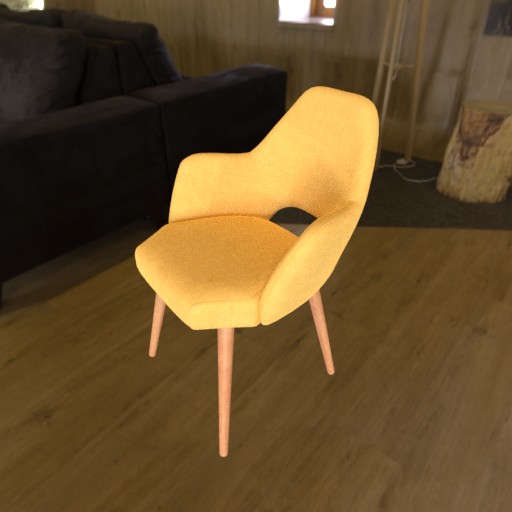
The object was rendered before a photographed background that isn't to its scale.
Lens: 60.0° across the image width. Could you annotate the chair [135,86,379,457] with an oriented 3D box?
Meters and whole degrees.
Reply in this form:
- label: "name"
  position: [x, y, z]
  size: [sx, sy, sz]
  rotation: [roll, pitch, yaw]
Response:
- label: "chair"
  position: [0.000, 0.000, 1.270]
  size: [0.610, 0.840, 0.590]
  rotation: [-21, 37, -30]
